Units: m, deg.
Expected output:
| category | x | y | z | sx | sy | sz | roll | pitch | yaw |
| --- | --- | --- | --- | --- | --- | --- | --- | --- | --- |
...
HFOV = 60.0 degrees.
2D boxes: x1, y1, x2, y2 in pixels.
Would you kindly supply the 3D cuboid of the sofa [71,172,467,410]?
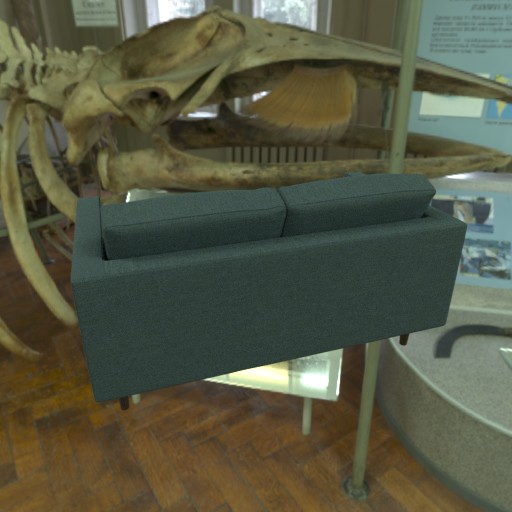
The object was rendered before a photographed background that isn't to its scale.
| category | x | y | z | sx | sy | sz | roll | pitch | yaw |
| --- | --- | --- | --- | --- | --- | --- | --- | --- | --- |
| sofa | 0.000 | 0.000 | 2.266 | 1.659 | 0.907 | 0.999 | -8 | 27 | -17 |
